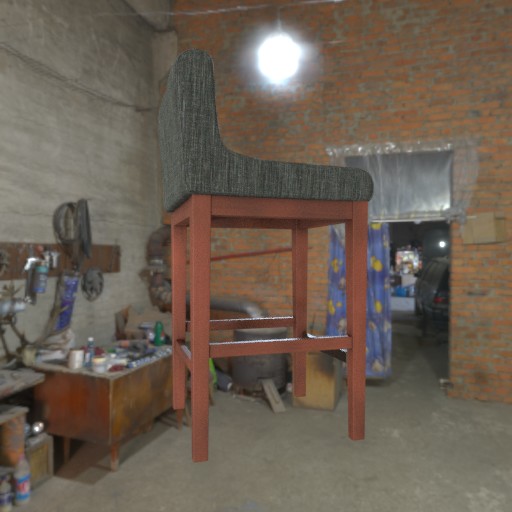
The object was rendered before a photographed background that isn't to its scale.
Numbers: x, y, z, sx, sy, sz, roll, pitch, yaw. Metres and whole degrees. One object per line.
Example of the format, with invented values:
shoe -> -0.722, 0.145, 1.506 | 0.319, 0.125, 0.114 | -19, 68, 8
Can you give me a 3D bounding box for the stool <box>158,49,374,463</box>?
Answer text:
stool -> 0.000, 0.000, 1.116 | 0.459, 0.835, 0.395 | 0, 0, -17
